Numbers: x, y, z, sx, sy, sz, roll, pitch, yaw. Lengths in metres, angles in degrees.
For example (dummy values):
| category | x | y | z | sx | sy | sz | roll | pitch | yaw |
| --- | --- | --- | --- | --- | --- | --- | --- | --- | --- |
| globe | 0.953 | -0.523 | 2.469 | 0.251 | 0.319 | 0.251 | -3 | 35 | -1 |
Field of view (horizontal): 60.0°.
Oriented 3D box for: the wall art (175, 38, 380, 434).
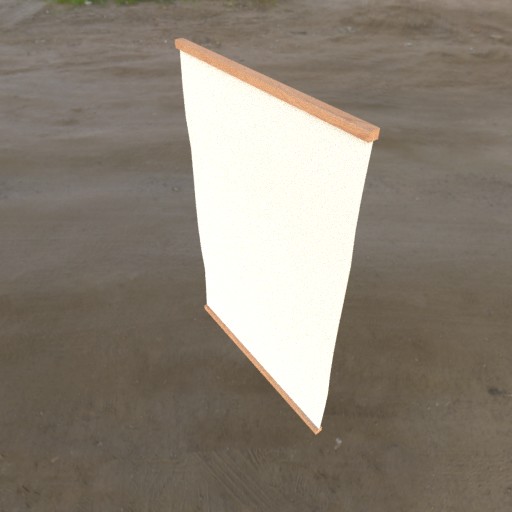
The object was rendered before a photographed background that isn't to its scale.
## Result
| category | x | y | z | sx | sy | sz | roll | pitch | yaw |
| --- | --- | --- | --- | --- | --- | --- | --- | --- | --- |
| wall art | 0.000 | 0.000 | 0.636 | 0.012 | 0.508 | 0.332 | -26 | 47 | -27 |
